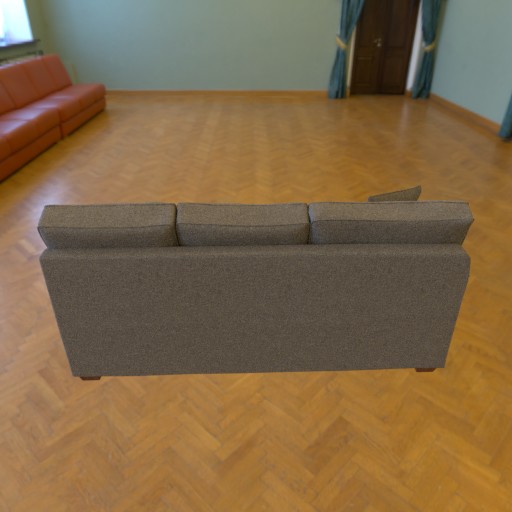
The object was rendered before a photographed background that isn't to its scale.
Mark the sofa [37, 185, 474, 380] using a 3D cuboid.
[{"bbox_3d":[0.000,0.000,2.531,1.963,0.946,1.034,-1,30,-2],"label":"sofa"}]
